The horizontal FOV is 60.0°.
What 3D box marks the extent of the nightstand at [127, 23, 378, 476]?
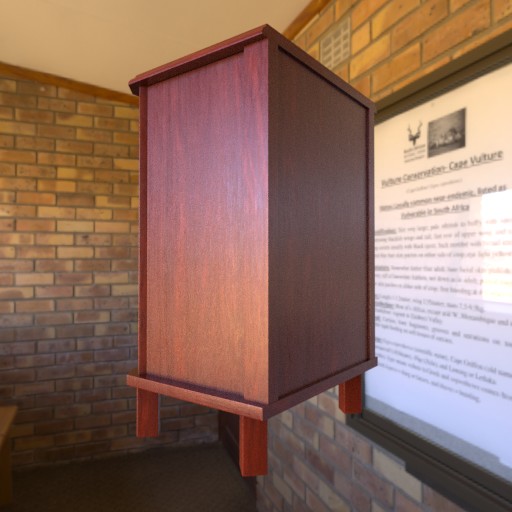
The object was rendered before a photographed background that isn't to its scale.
[{"bbox_3d":[0.000,0.000,0.920,0.351,0.681,0.435,-1,-1,37],"label":"nightstand"}]
